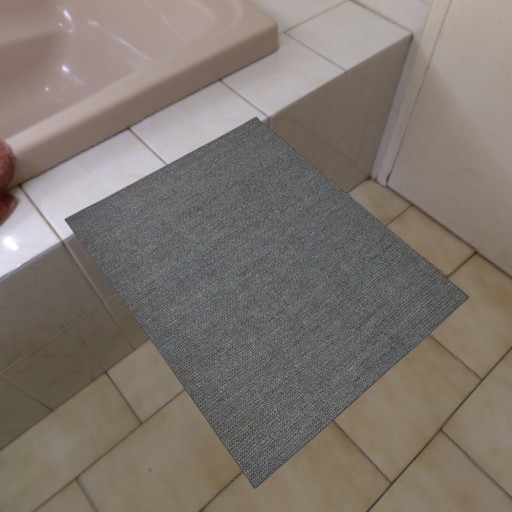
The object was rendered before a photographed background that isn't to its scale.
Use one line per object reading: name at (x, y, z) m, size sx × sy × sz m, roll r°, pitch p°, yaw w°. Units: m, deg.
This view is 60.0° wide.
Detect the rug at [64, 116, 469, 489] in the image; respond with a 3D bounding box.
rug at (0.000, 0.000, 4.182) m, size 2.456 × 0.021 × 3.068 m, roll -34°, pitch 63°, yaw -20°
